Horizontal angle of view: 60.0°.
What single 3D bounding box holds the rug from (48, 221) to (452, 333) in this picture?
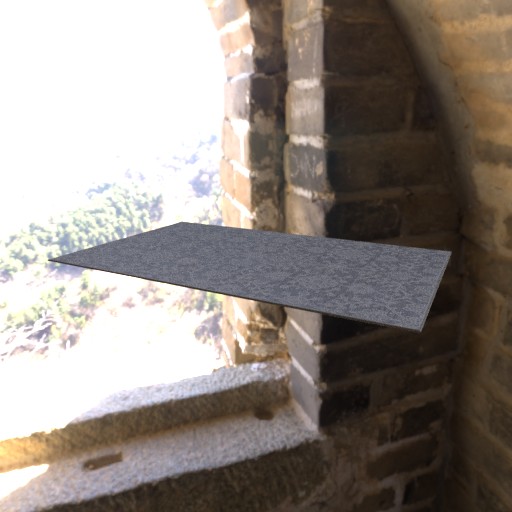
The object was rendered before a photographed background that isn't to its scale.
[{"bbox_3d":[0.000,0.000,3.134,2.430,0.010,1.515,8,18,27],"label":"rug"}]
